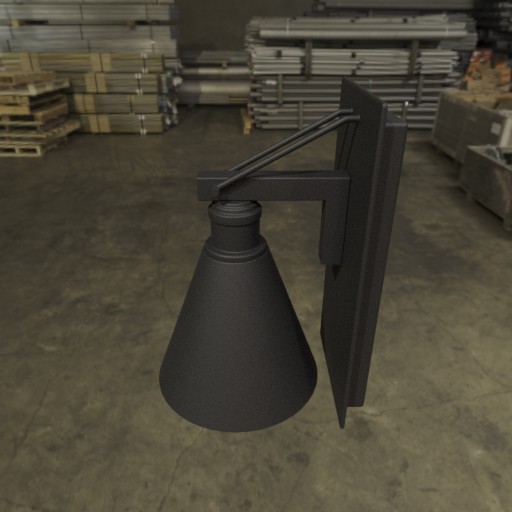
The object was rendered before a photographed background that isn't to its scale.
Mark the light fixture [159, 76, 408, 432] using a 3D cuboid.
[{"bbox_3d":[0.000,0.000,0.415,0.207,0.298,0.170,0,28,0],"label":"light fixture"}]
